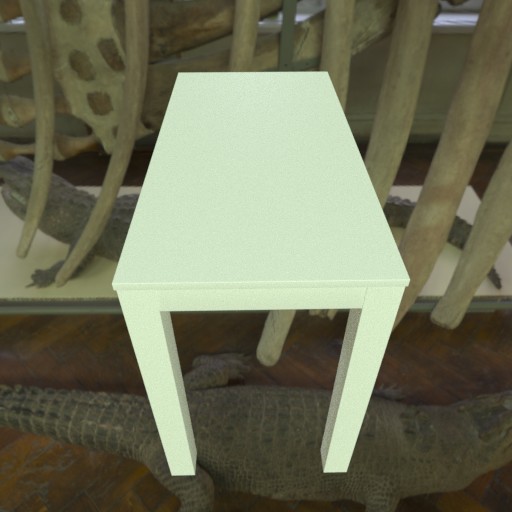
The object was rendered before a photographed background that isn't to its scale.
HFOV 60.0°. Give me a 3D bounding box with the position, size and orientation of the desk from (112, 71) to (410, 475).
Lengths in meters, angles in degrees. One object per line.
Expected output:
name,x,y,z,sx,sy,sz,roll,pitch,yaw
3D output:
desk,0.000,0.000,1.360,0.497,0.762,0.990,-1,42,-1
